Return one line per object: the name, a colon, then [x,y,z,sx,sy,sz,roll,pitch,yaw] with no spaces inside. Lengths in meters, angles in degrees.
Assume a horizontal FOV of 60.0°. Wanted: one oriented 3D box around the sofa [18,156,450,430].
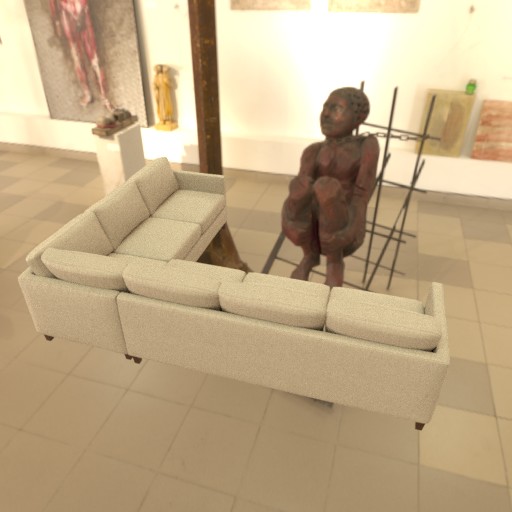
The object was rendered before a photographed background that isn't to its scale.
sofa: [0.000,0.000,4.296,3.333,0.934,2.522,9,34,14]
